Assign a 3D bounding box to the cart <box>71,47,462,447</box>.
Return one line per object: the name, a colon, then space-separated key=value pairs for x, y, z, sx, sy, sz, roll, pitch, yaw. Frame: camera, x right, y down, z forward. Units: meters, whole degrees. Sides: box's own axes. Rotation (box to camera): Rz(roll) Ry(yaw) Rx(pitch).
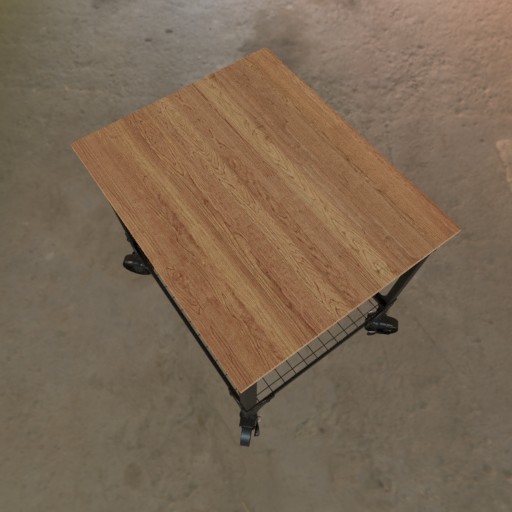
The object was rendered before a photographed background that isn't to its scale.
cart: x=0.000 y=0.000 z=1.103 sx=0.558 sy=0.603 sz=0.666 roll=-33 pitch=68 yaw=-15
